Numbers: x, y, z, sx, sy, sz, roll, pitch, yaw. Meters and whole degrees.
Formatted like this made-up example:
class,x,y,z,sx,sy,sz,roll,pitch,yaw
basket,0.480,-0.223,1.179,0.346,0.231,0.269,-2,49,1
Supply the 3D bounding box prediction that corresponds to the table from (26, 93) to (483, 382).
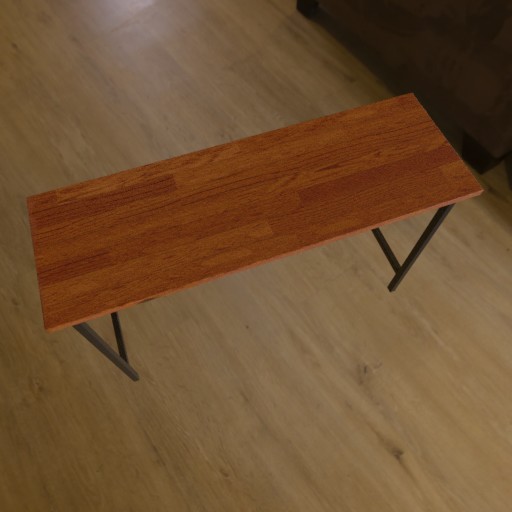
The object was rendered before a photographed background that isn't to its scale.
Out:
class,x,y,z,sx,sy,sz,roll,pitch,yaw
table,0.000,0.000,1.555,1.204,0.740,0.408,-18,64,-9
